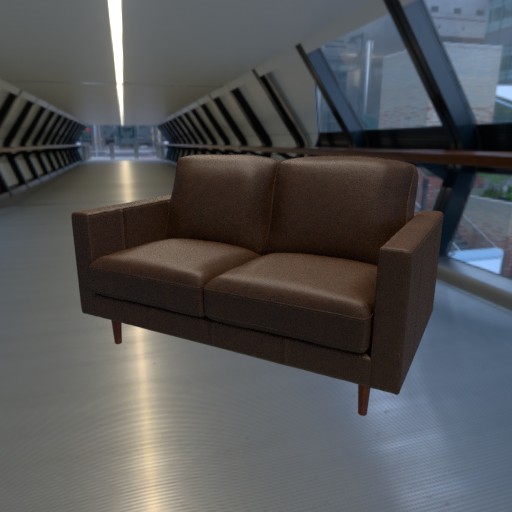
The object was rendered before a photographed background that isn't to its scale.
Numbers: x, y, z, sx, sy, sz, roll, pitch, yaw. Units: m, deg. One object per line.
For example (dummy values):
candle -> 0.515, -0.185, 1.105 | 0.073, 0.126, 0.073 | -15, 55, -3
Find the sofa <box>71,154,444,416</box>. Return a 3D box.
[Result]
sofa -> 0.000, 0.000, 2.171 | 1.578, 0.951, 0.909 | 8, 17, 27
